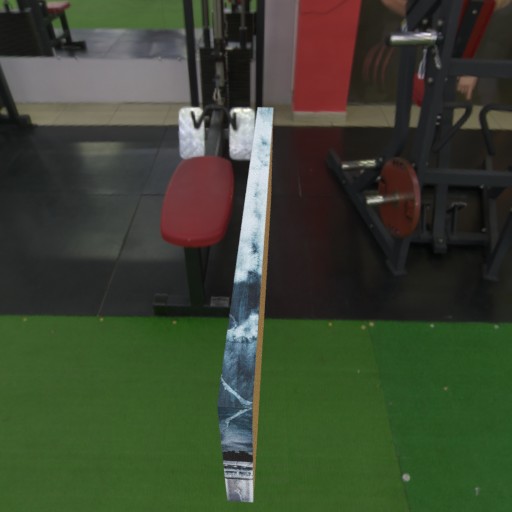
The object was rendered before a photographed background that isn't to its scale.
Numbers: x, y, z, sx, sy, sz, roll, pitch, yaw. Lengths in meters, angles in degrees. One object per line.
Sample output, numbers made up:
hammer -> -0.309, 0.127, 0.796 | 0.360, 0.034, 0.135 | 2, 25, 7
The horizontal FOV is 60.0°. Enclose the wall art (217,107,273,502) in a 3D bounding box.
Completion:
wall art -> 0.000, 0.000, 0.823 | 0.037, 0.251, 0.759 | 2, 41, 2
